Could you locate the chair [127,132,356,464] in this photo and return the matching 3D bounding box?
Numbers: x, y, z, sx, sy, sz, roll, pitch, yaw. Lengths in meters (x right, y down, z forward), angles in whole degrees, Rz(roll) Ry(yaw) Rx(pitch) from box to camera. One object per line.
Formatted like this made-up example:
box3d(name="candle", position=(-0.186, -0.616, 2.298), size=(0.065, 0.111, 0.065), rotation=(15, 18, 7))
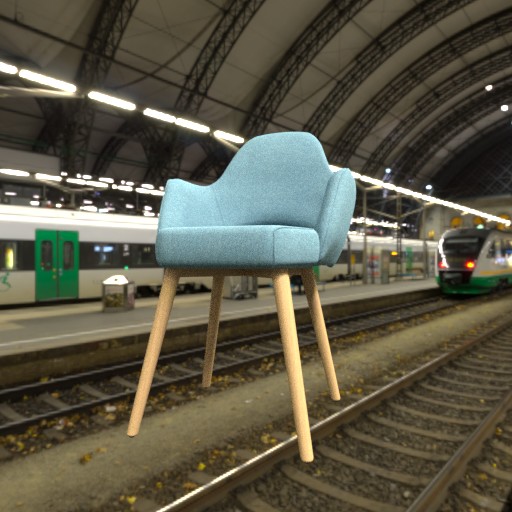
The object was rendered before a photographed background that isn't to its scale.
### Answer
box3d(name="chair", position=(0.000, 0.000, 1.359), size=(0.589, 0.920, 0.666), rotation=(0, 0, 18))
